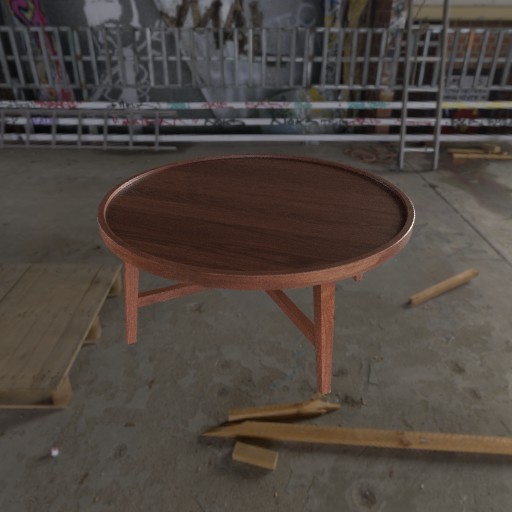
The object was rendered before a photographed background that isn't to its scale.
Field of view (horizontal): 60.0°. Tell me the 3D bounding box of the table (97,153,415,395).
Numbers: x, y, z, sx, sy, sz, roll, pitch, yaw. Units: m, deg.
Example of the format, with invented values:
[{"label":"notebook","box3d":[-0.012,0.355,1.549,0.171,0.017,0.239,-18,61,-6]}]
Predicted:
[{"label":"table","box3d":[0.000,0.000,1.257,0.800,0.360,0.800,0,29,0]}]
